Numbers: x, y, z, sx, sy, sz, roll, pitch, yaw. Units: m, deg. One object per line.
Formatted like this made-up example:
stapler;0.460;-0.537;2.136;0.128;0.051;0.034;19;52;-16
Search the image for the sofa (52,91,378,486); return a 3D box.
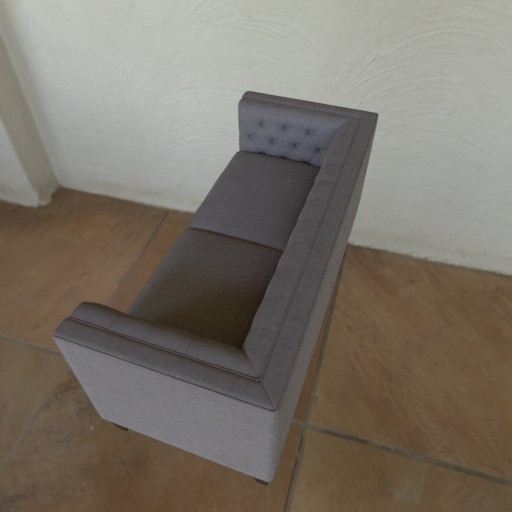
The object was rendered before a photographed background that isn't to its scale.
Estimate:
sofa;0.000;0.000;2.177;0.775;0.762;1.778;15;48;13
